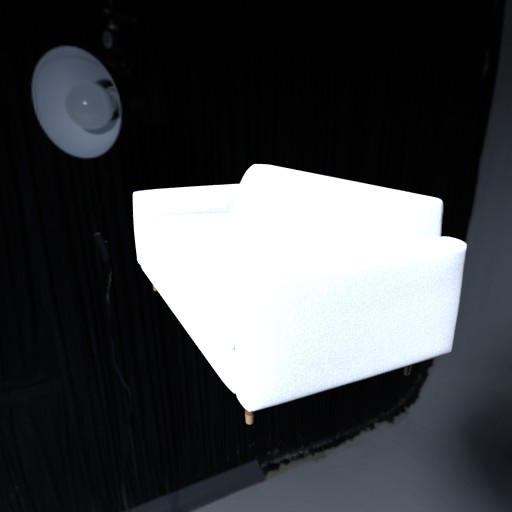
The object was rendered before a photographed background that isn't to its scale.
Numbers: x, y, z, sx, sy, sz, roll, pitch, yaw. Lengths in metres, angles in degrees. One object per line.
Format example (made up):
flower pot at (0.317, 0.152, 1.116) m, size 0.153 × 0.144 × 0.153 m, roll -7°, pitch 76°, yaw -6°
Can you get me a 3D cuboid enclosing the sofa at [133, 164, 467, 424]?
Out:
sofa at (0.000, 0.000, 2.402) m, size 0.969 × 0.814 × 1.895 m, roll -8°, pitch 19°, yaw -24°
